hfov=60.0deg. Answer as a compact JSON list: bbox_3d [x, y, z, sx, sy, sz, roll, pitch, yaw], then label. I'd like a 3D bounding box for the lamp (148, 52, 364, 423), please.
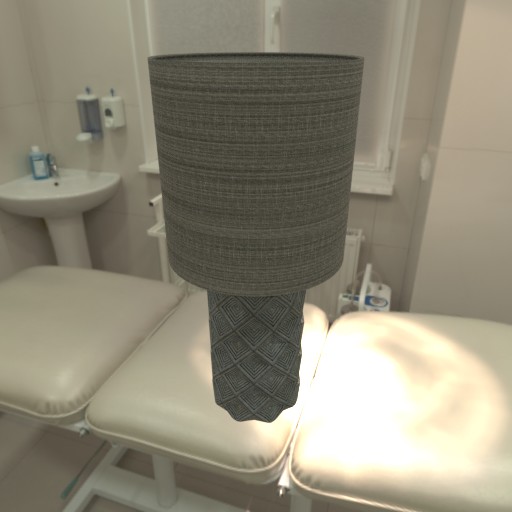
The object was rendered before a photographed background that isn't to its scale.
[{"bbox_3d":[0.000,0.000,0.689,0.268,0.566,0.269,9,28,16],"label":"lamp"}]
